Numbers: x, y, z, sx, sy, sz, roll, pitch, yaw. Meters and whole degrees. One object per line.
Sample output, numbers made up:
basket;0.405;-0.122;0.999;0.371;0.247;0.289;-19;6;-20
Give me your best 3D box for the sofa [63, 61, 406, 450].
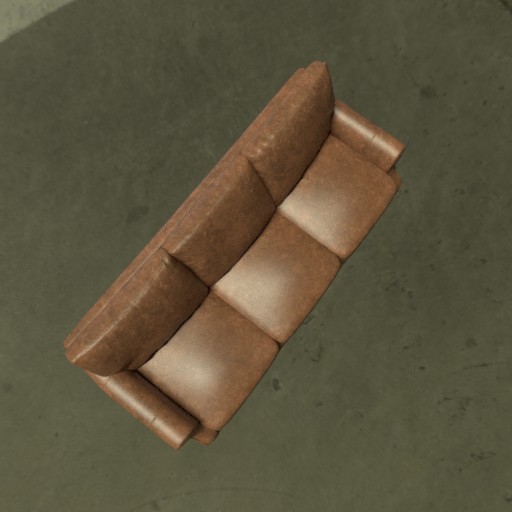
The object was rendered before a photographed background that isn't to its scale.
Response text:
sofa;0.000;0.000;2.812;0.973;0.977;2.351;37;78;9
